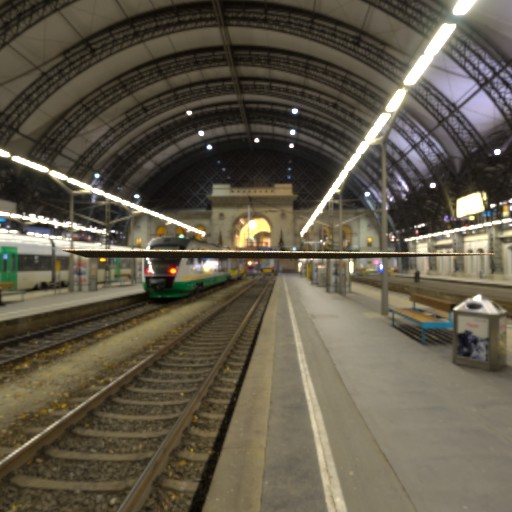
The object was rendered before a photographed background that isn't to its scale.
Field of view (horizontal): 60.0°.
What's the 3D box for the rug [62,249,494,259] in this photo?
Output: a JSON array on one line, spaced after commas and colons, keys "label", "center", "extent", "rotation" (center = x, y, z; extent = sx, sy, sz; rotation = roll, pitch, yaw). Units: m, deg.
[{"label": "rug", "center": [0.000, 0.000, 4.076], "extent": [3.050, 0.011, 2.441], "rotation": [0, -1, -18]}]
